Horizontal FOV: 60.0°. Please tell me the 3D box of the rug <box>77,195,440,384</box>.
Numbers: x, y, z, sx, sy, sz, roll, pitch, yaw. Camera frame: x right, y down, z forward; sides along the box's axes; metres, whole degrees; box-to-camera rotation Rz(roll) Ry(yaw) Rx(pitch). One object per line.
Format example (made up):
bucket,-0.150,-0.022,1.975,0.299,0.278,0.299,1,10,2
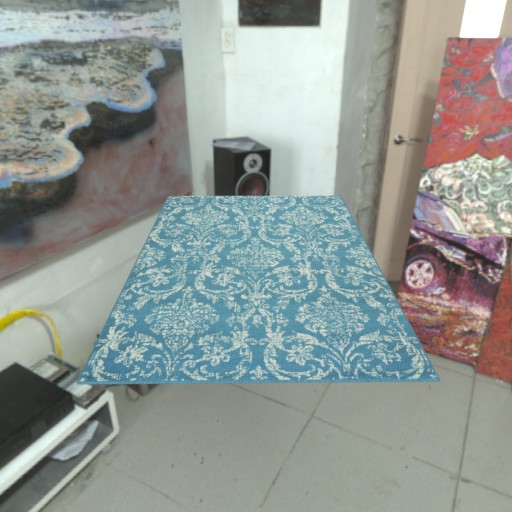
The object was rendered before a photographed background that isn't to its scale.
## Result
rug,0.000,0.000,3.428,1.816,0.018,2.746,0,27,-1
